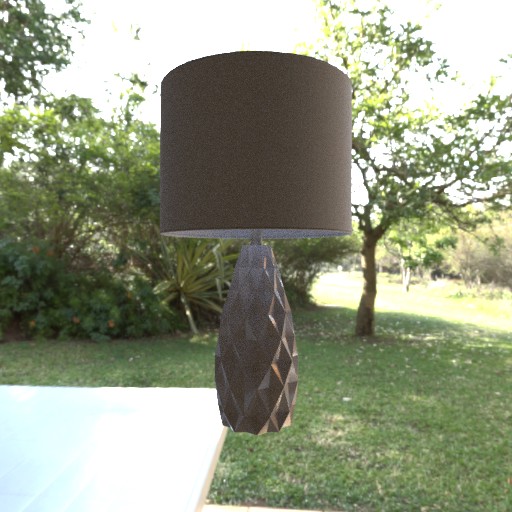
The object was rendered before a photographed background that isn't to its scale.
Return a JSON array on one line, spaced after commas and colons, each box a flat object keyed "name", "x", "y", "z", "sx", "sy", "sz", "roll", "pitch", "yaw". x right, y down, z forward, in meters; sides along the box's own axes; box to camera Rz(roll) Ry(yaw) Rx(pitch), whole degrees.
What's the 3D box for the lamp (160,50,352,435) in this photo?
[{"name": "lamp", "x": 0.000, "y": 0.000, "z": 0.701, "sx": 0.297, "sy": 0.522, "sz": 0.297, "roll": 0, "pitch": 0, "yaw": 0}]
